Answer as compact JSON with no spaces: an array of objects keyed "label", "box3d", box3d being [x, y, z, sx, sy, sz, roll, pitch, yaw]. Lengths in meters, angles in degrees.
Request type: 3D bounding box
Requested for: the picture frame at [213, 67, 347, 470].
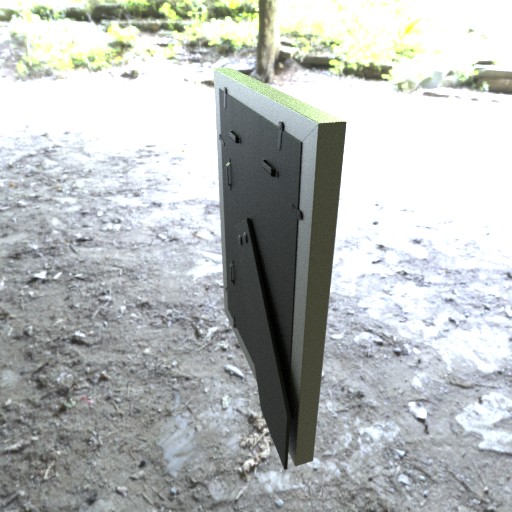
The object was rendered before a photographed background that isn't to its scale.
[{"label":"picture frame","box3d":[0.000,0.000,0.537,0.036,0.386,0.307,-10,31,-16]}]
